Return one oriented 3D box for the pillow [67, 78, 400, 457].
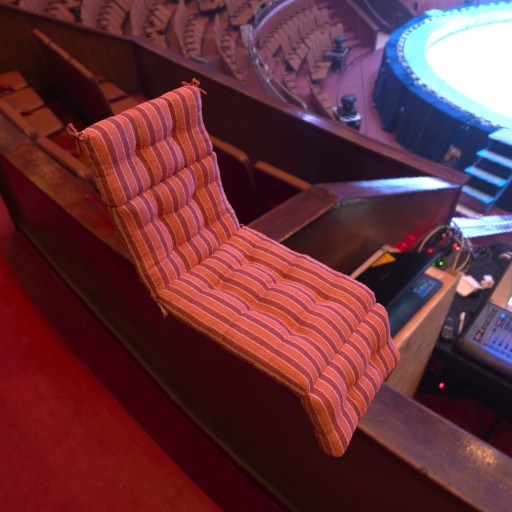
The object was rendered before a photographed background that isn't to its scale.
[{"bbox_3d":[0.000,0.000,1.480,1.016,0.863,0.526,26,48,27],"label":"pillow"}]
